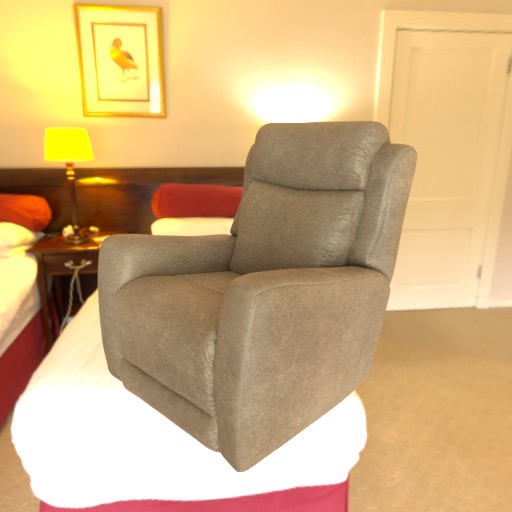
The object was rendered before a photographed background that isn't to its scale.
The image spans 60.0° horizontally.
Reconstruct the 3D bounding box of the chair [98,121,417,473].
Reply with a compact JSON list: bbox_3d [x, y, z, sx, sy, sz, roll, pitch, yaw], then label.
[{"bbox_3d":[0.000,0.000,1.907,1.068,1.116,0.965,-15,22,-42],"label":"chair"}]
